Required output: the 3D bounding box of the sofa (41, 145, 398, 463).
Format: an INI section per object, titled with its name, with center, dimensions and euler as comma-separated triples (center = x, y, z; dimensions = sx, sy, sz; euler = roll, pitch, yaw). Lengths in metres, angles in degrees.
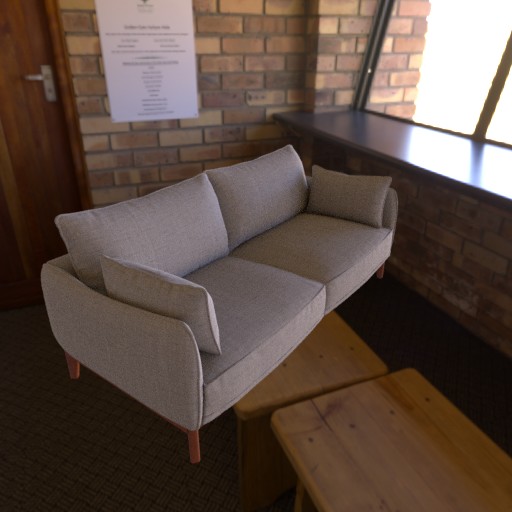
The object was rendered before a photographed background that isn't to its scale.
[sofa]
center = 0.000, 0.000, 2.457
dimensions = 0.972, 0.851, 1.989
euler = 18, 31, 32
